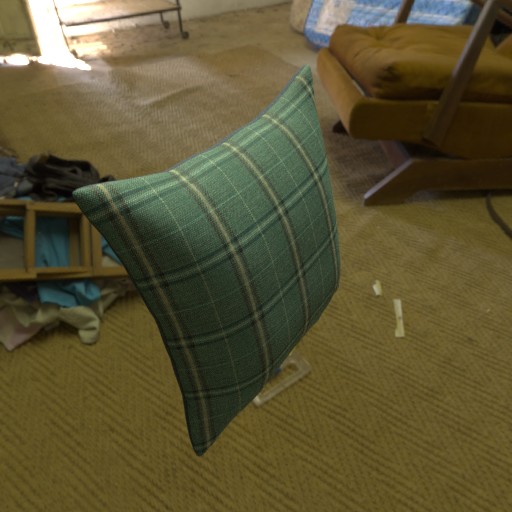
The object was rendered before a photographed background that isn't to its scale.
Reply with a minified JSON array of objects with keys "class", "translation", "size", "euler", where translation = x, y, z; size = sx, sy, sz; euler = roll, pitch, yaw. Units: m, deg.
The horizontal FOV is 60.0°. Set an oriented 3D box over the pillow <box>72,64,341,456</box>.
[{"class":"pillow","translation":[0.000,0.000,0.680],"size":[0.200,0.430,0.453],"euler":[25,47,26]}]
